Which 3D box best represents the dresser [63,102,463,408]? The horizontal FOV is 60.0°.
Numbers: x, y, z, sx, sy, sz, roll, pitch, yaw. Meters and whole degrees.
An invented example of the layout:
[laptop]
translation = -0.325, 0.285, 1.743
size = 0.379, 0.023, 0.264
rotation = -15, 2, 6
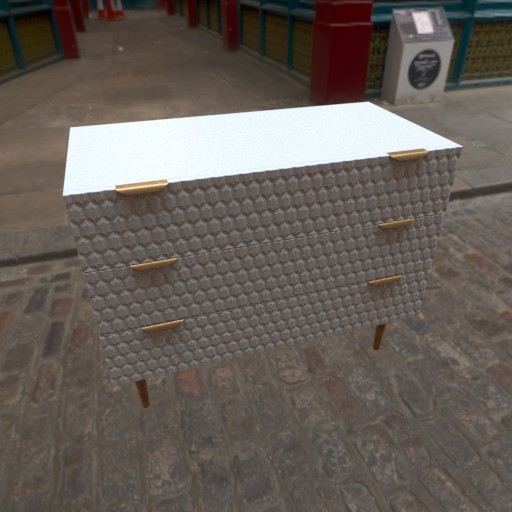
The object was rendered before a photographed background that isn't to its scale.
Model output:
[dresser]
translation = 0.000, 0.000, 1.323
size = 0.905, 0.721, 0.457
rotation = -10, 34, -15
